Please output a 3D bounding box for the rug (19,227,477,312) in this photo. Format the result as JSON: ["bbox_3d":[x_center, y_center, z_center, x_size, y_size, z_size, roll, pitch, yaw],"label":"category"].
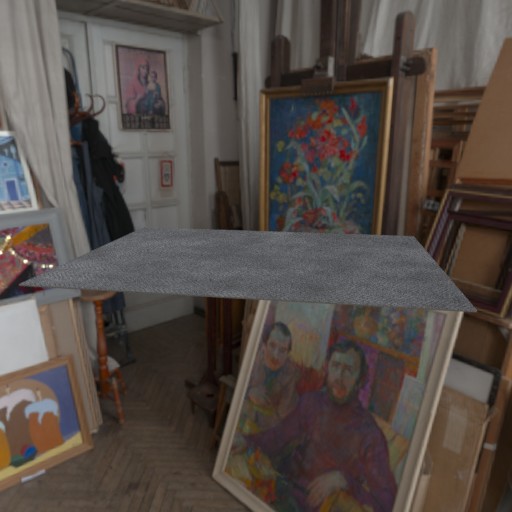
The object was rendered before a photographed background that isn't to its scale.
[{"bbox_3d":[0.000,0.000,2.884,2.235,0.008,1.600,2,15,9],"label":"rug"}]
